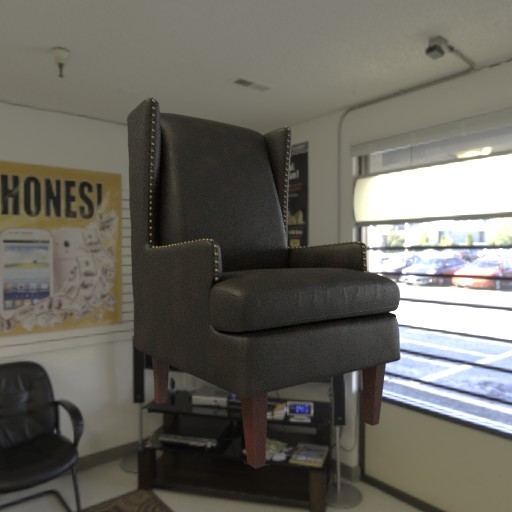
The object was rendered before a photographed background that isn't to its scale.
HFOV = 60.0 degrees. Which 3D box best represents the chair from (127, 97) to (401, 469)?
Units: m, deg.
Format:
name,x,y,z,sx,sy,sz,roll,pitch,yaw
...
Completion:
name,x,y,z,sx,sy,sz,roll,pitch,yaw
chair,0.000,0.000,1.630,0.703,1.142,0.799,-1,1,-37
